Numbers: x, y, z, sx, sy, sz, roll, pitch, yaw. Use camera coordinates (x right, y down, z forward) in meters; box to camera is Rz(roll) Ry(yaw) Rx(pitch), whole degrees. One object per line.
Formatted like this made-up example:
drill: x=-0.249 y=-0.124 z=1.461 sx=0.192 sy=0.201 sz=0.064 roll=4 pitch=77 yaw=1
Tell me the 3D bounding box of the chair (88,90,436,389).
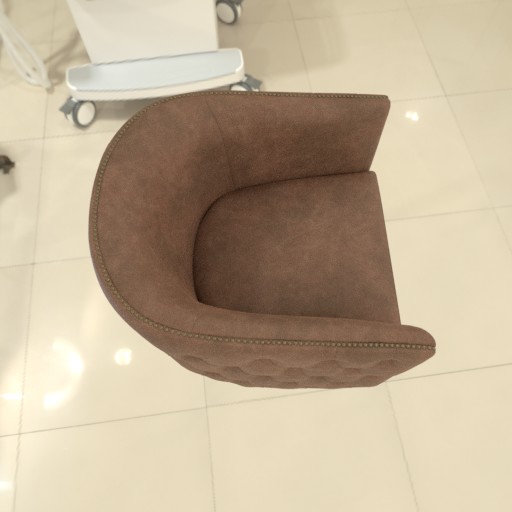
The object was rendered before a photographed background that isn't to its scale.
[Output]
chair: x=0.000 y=0.000 z=1.503 sx=0.870 sy=0.790 sz=0.850 roll=-1 pitch=65 yaw=0
